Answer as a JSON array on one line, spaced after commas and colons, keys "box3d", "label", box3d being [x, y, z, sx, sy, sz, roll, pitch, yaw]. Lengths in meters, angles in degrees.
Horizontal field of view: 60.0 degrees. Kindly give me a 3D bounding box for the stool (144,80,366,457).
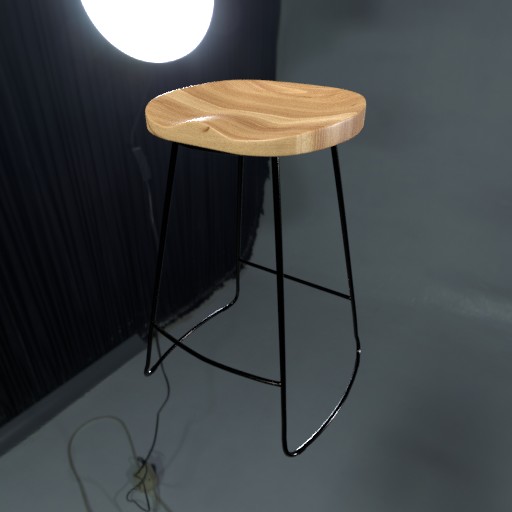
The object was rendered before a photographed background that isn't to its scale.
[{"box3d": [0.000, 0.000, 0.985, 0.480, 0.679, 0.401, 18, 35, 28], "label": "stool"}]
